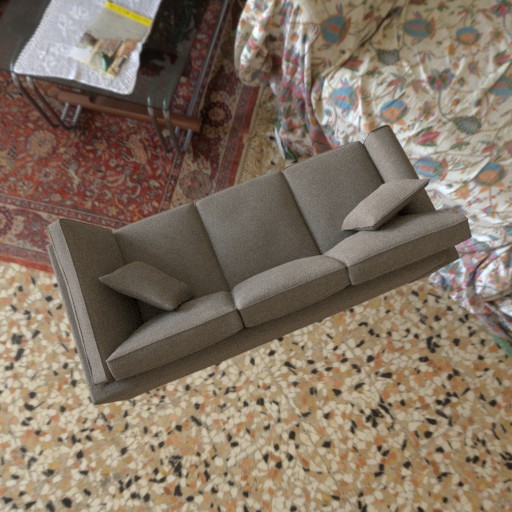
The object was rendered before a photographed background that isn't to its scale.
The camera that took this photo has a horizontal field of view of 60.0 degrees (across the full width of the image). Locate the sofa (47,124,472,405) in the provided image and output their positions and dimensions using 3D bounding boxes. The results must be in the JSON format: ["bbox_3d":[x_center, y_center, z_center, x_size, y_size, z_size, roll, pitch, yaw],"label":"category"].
[{"bbox_3d":[0.000,0.000,2.882,2.317,0.962,1.061,-22,76,-6],"label":"sofa"}]
